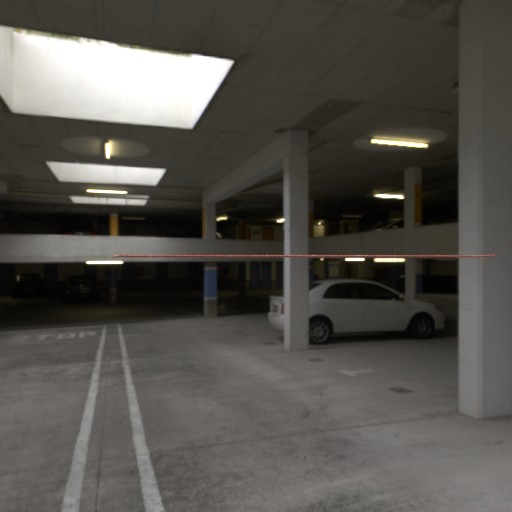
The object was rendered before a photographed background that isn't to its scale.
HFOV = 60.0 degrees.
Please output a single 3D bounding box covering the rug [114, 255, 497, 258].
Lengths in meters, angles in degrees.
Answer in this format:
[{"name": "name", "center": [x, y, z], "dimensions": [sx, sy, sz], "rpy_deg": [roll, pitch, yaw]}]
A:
[{"name": "rug", "center": [0.000, 0.000, 4.112], "dimensions": [2.489, 0.030, 3.086], "rpy_deg": [0, 0, -18]}]
